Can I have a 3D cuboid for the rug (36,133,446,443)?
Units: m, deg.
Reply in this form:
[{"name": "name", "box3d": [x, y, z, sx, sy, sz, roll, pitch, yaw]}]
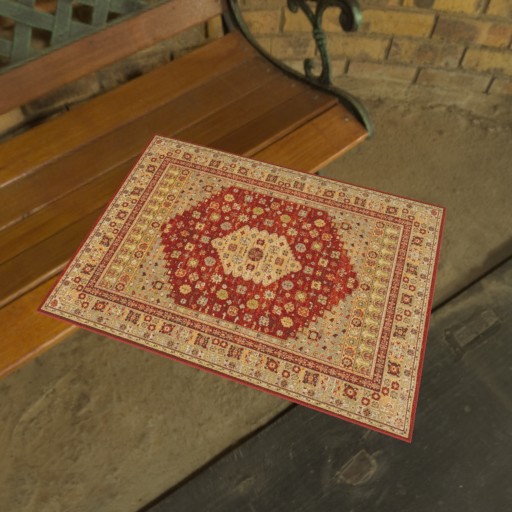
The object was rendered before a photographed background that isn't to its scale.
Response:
[{"name": "rug", "box3d": [0.000, 0.000, 2.834, 2.211, 0.013, 1.593, 16, 59, 10]}]
